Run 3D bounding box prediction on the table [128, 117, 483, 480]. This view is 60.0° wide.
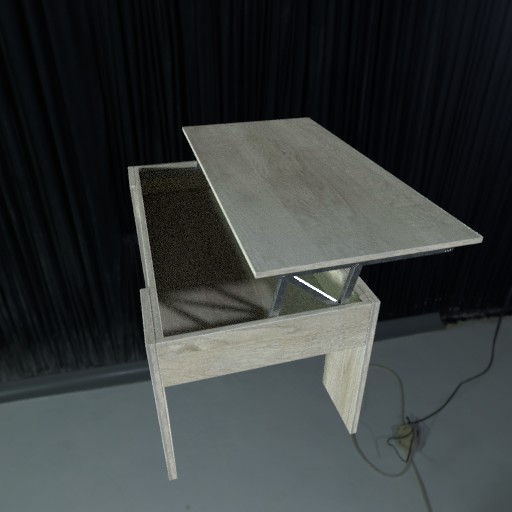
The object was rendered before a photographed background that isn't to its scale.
[{"bbox_3d":[0.000,0.000,1.407,0.711,0.570,1.000,-8,33,-13],"label":"table"}]
